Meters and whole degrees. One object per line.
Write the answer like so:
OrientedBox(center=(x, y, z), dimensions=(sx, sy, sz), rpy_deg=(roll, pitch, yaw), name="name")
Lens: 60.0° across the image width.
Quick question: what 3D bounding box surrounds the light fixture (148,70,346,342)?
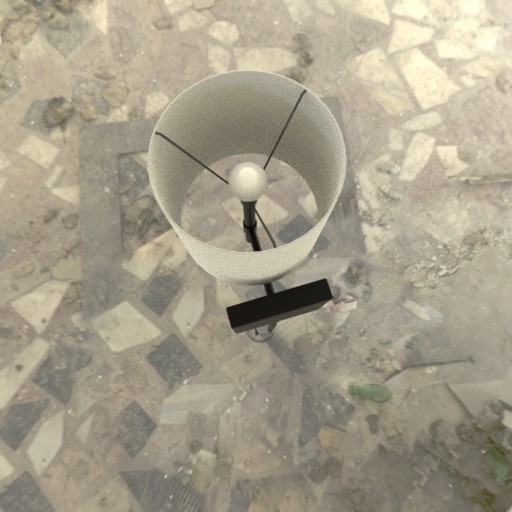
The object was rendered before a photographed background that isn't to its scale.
OrientedBox(center=(0.000, 0.000, 0.700), dimensions=(0.188, 0.589, 0.248), rpy_deg=(-16, 78, -4), name="light fixture")
